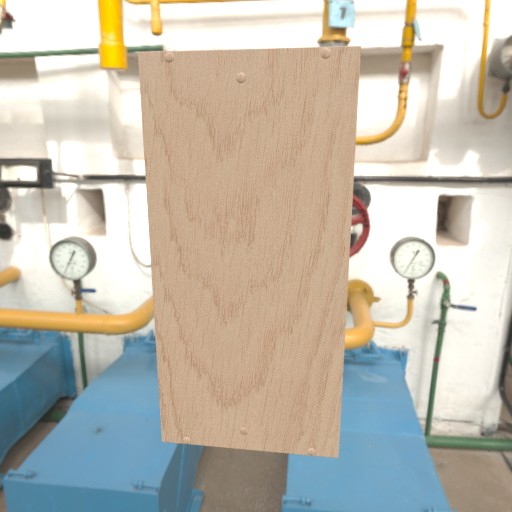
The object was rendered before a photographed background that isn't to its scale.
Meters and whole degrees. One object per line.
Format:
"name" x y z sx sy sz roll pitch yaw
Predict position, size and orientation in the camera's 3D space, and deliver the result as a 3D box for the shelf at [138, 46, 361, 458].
"shelf" 0.000 0.000 0.739 0.290 0.600 0.200 2 15 7
